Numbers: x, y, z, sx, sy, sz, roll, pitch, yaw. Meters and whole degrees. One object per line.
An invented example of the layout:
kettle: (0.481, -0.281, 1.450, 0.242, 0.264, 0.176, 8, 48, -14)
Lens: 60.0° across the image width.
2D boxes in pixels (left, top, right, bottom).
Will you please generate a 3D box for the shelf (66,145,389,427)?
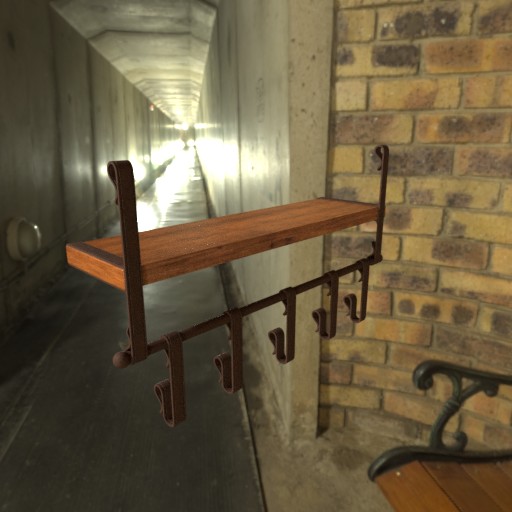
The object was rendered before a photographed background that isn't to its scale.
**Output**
shelf: (0.000, 0.000, 0.702, 0.146, 0.330, 0.567, 16, 22, 42)
